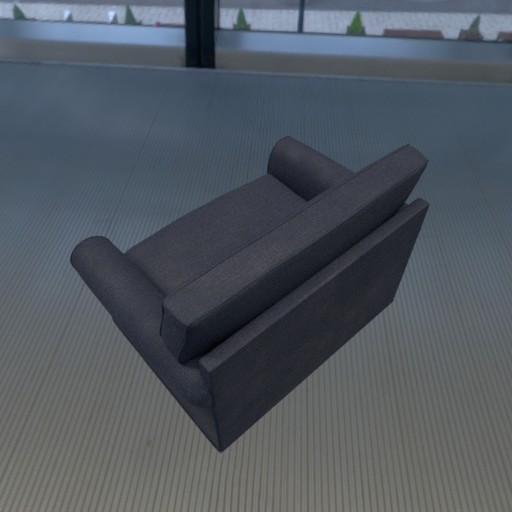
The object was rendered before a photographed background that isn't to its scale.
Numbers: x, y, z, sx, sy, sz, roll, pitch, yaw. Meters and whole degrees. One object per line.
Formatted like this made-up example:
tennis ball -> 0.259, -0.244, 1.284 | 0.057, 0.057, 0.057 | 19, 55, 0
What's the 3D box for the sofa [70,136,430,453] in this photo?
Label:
sofa -> 0.000, 0.000, 2.116 | 1.405, 1.004, 0.938 | -33, 55, -27
